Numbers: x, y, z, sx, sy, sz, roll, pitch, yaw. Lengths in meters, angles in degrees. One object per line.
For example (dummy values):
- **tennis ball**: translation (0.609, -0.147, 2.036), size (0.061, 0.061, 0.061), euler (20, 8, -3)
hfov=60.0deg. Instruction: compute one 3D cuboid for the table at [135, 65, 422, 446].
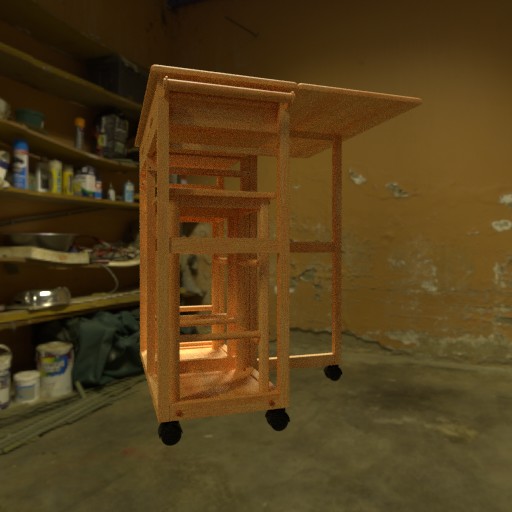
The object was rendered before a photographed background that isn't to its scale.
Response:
- **table**: translation (0.000, 0.000, 1.384), size (0.693, 0.832, 0.752), euler (0, 1, -18)
